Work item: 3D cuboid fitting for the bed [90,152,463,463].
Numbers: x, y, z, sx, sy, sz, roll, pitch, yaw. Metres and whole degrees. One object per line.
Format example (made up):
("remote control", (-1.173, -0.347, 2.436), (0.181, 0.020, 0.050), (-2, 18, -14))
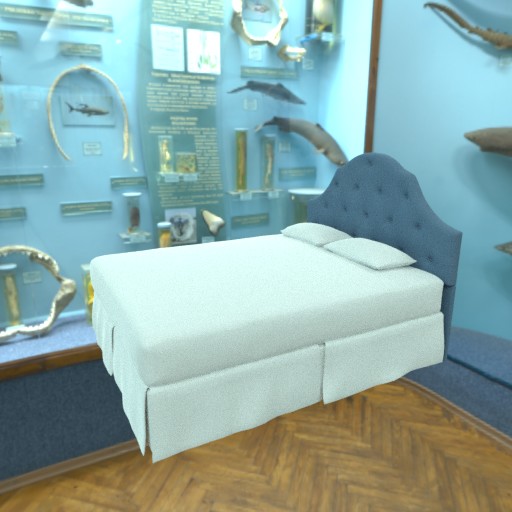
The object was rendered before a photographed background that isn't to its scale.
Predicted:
("bed", (0.000, 0.000, 3.661), (2.477, 1.617, 2.039), (-8, 17, -27))
